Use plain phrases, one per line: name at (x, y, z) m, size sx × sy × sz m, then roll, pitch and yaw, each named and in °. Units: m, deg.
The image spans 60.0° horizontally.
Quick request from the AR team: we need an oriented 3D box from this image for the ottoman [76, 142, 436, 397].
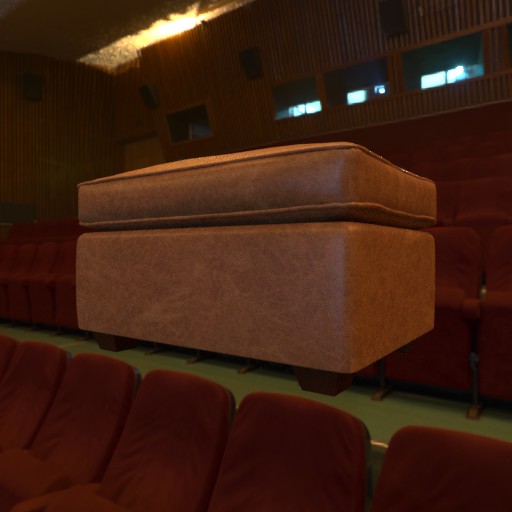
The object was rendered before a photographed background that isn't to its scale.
ottoman at (0.000, 0.000, 1.112) m, size 0.756 × 0.468 × 0.554 m, roll 0°, pitch 0°, yaw 35°
